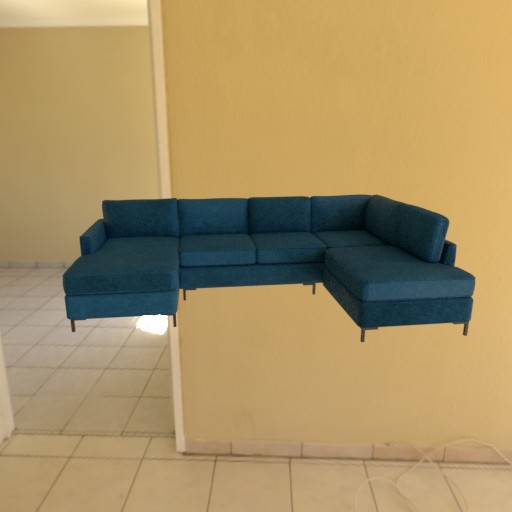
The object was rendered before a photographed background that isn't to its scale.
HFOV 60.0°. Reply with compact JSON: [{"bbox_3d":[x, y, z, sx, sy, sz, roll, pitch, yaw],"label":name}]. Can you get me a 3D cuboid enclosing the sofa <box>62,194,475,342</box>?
[{"bbox_3d":[0.000,0.000,4.404,3.434,0.992,2.055,-2,16,-7],"label":"sofa"}]
